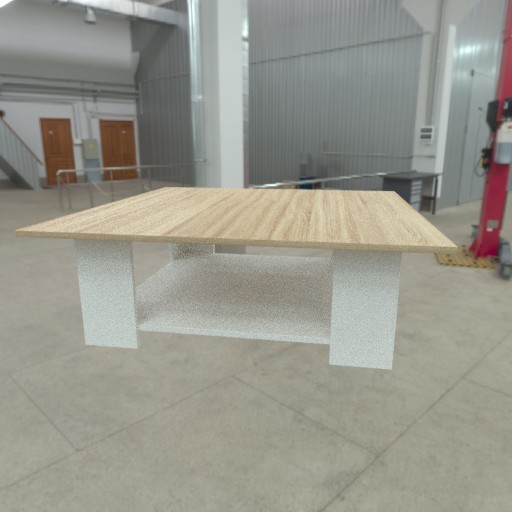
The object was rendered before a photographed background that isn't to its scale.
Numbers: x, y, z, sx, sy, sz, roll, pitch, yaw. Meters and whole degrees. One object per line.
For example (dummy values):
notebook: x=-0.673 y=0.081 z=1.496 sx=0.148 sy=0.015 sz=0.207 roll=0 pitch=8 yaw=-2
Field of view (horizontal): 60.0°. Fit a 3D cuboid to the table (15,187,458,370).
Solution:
table: x=0.000 y=0.000 z=1.332 sx=0.890 sy=0.305 sz=0.890 roll=2 pitch=15 yaw=9
